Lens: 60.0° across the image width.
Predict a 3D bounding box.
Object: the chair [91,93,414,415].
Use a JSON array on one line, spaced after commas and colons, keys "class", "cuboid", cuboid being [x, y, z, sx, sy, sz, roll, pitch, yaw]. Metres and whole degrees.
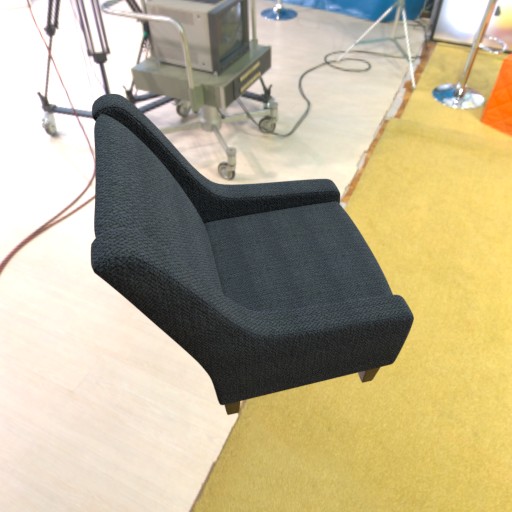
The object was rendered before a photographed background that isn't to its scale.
[{"class": "chair", "cuboid": [0.000, 0.000, 1.656, 0.944, 1.012, 0.793, -10, 48, -10]}]
